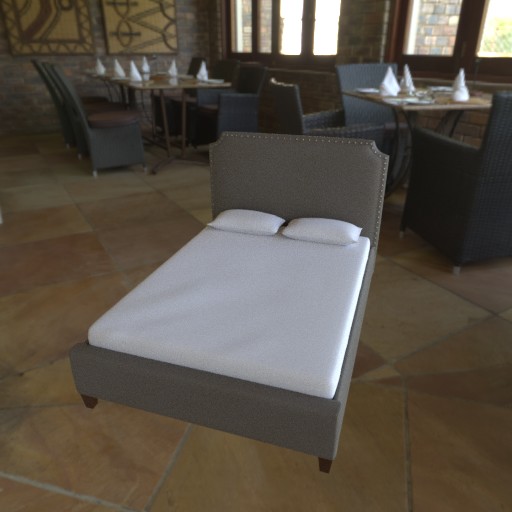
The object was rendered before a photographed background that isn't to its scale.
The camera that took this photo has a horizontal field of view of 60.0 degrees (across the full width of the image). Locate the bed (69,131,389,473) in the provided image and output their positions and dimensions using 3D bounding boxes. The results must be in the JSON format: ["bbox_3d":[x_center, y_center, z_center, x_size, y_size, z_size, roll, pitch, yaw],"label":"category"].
[{"bbox_3d":[0.000,0.000,3.405,1.712,1.443,2.372,8,26,16],"label":"bed"}]
